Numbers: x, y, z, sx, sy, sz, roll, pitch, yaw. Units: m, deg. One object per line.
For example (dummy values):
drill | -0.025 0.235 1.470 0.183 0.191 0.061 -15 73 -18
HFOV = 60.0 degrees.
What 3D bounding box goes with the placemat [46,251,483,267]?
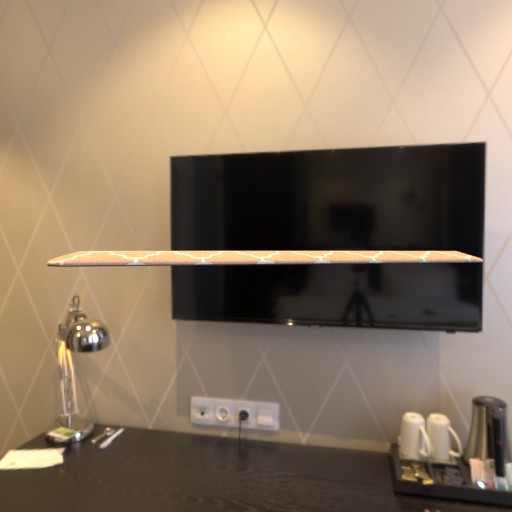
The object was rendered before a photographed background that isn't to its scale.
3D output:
placemat | 0.000 0.000 0.951 0.762 0.021 0.508 0 1 -17
